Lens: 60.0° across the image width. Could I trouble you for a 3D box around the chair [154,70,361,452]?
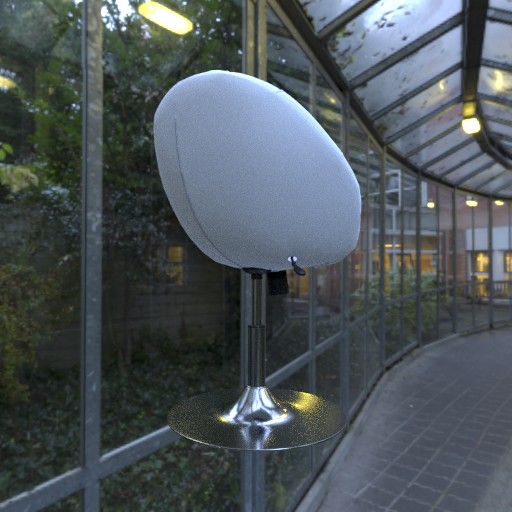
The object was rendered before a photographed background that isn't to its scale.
[{"bbox_3d":[0.000,0.000,1.781,0.736,1.261,0.940,1,-1,-38],"label":"chair"}]
